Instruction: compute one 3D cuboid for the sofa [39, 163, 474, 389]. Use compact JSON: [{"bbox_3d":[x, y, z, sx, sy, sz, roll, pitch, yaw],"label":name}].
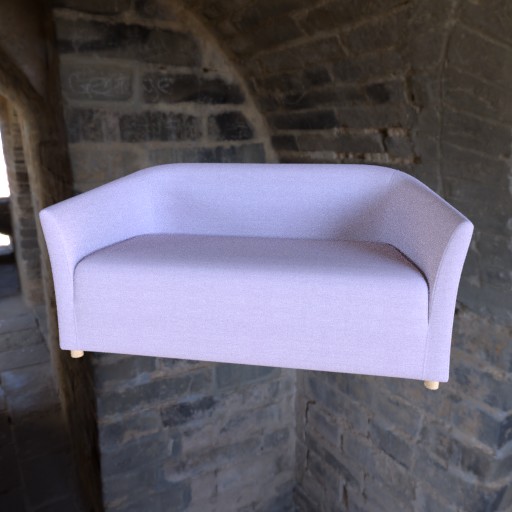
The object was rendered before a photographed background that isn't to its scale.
[{"bbox_3d":[0.000,0.000,1.828,1.452,0.721,0.705,2,14,10],"label":"sofa"}]
